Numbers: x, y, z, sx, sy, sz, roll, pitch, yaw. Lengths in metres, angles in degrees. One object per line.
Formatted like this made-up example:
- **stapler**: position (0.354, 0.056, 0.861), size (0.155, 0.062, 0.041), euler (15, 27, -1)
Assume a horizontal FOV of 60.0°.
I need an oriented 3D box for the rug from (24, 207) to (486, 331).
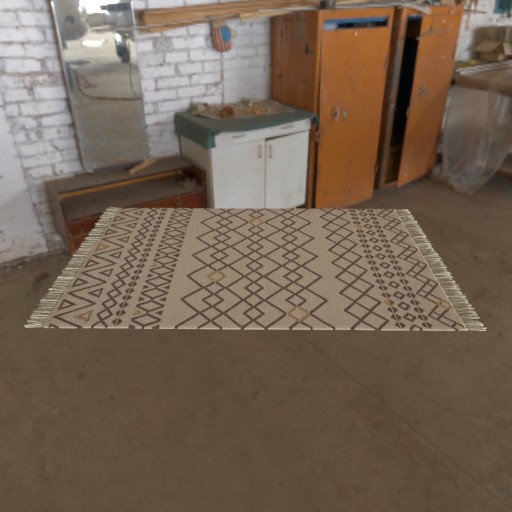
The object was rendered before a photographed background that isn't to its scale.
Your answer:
- **rug**: position (0.000, 0.000, 2.436), size (2.023, 0.028, 1.224), euler (0, 31, 1)
